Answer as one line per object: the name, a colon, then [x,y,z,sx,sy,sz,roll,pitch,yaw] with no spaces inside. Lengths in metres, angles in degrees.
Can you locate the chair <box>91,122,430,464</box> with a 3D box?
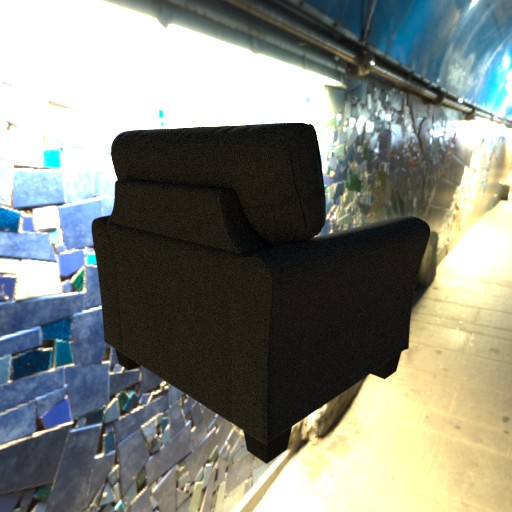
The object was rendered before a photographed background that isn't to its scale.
chair: [0.000,0.000,1.612,0.941,0.890,0.816,13,19,43]
